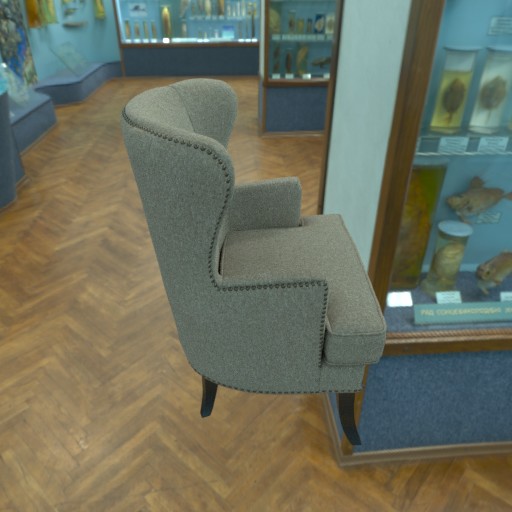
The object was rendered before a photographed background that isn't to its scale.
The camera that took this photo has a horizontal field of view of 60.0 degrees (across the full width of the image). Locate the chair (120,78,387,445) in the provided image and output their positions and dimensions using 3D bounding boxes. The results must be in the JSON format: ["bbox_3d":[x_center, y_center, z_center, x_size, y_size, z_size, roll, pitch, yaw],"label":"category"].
[{"bbox_3d":[0.000,0.000,1.545,0.758,1.060,0.759,-1,32,-1],"label":"chair"}]
